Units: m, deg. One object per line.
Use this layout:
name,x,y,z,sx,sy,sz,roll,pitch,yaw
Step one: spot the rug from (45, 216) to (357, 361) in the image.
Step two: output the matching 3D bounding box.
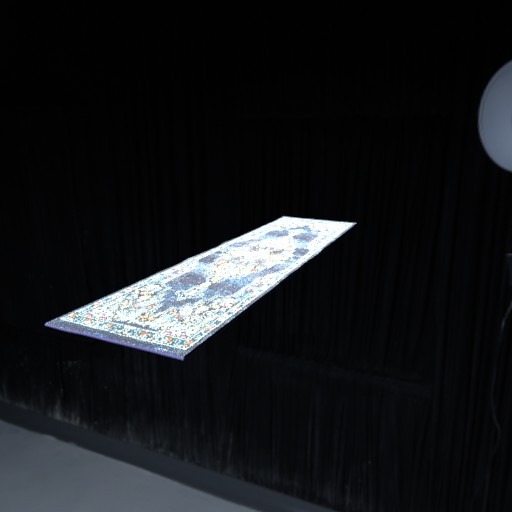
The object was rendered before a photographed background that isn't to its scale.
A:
rug,0.000,0.000,2.459,0.602,0.016,2.283,7,17,24
